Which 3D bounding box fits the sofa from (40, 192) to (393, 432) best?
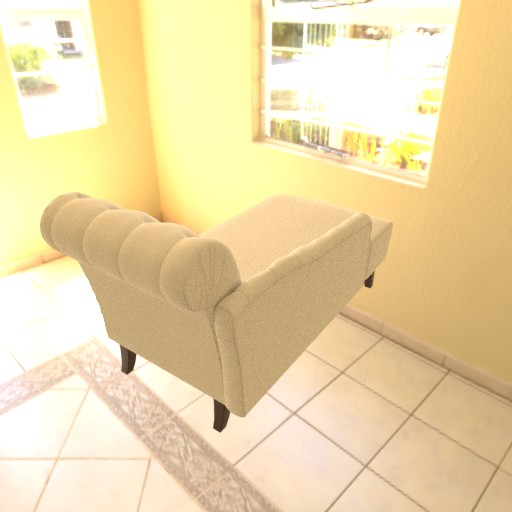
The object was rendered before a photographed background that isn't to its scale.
[{"bbox_3d":[0.000,0.000,1.801,0.675,0.787,1.379,19,34,30],"label":"sofa"}]
